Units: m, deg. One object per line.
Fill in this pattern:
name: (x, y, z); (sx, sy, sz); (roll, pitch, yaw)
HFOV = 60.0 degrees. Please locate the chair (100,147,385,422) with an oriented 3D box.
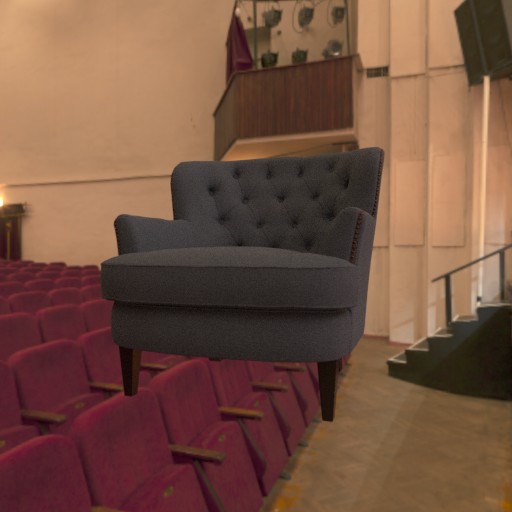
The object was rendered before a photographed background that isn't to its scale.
chair: (0.000, 0.000, 1.559); (0.848, 0.868, 0.906); (0, 0, 19)
